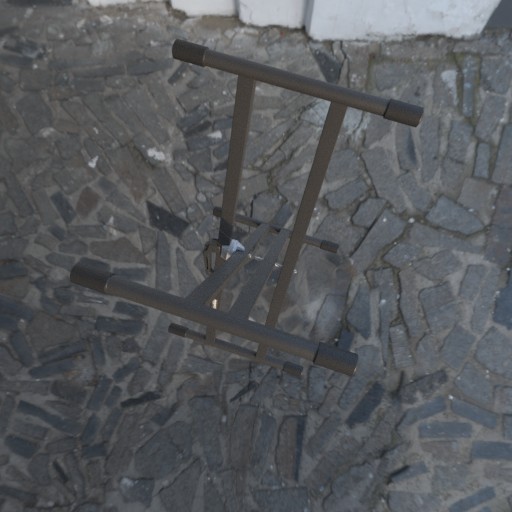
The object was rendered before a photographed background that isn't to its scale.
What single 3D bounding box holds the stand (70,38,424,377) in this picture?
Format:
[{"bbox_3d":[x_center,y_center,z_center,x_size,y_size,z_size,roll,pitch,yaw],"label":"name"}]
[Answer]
[{"bbox_3d":[0.000,0.000,1.193,0.495,0.900,0.503,18,76,5],"label":"stand"}]
